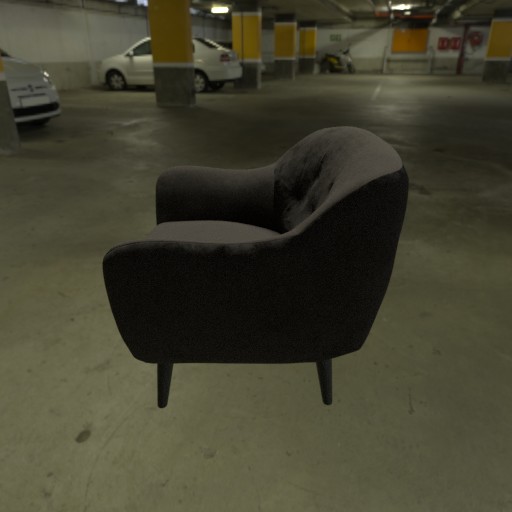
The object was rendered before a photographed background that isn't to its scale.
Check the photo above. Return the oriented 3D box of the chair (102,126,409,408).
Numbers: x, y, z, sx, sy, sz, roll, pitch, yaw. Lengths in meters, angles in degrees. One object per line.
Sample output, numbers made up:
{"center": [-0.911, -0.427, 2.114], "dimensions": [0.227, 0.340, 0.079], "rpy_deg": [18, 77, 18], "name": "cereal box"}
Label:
{"center": [0.000, 0.000, 1.527], "dimensions": [0.819, 0.807, 0.840], "rpy_deg": [-1, 25, -1], "name": "chair"}
